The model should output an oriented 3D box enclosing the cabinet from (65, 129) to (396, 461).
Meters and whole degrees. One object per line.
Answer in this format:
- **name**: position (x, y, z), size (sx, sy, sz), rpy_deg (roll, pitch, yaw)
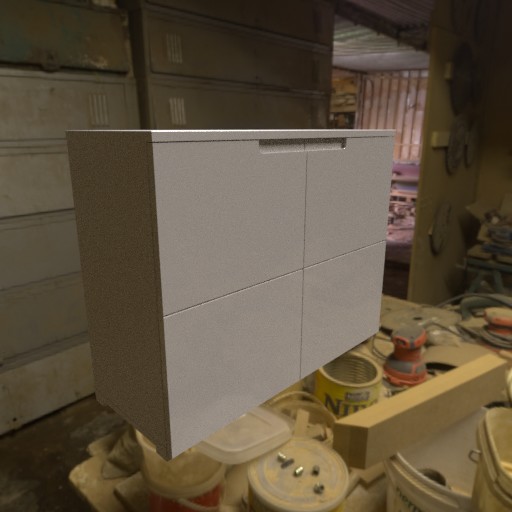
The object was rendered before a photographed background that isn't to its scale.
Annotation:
- **cabinet**: position (0.000, 0.000, 1.464), size (0.400, 0.800, 1.000), rpy_deg (15, 22, 42)
